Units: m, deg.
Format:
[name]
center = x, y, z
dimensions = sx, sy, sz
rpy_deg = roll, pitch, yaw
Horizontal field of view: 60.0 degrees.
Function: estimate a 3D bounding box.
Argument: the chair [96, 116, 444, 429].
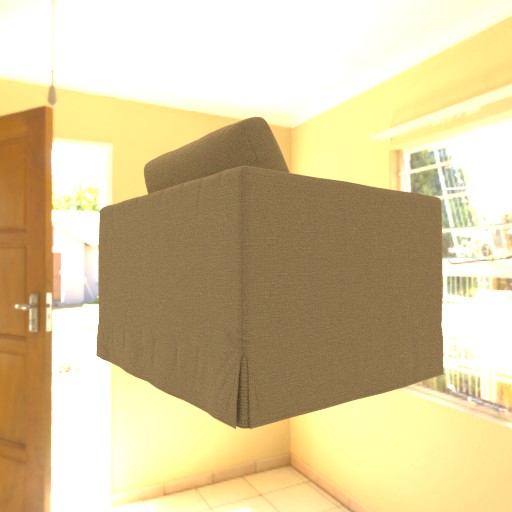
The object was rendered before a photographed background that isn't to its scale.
[chair]
center = 0.000, 0.000, 1.818
dimensions = 0.957, 0.878, 1.150
rpy_deg = 1, -1, -37
